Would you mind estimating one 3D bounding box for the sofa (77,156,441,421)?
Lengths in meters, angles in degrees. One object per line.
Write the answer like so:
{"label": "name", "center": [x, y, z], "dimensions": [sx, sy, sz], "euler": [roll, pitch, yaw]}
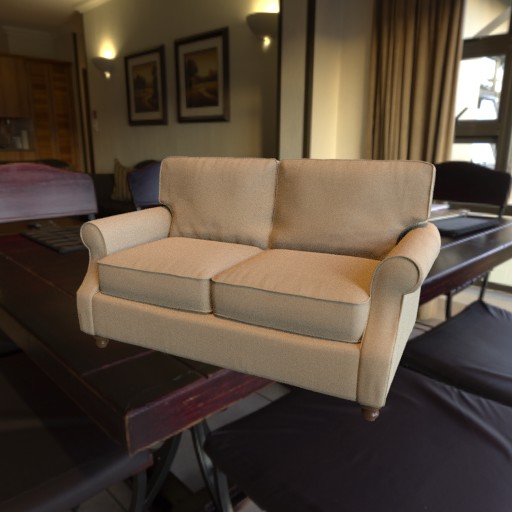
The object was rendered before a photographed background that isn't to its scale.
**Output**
{"label": "sofa", "center": [0.000, 0.000, 2.205], "dimensions": [1.665, 0.937, 0.964], "euler": [7, 16, 26]}
